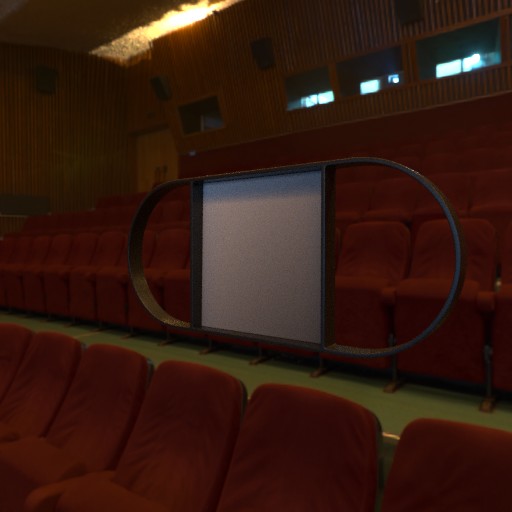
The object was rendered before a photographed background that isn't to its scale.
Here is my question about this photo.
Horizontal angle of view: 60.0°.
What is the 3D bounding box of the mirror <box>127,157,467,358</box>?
[{"bbox_3d":[0.000,0.000,0.672,0.584,0.254,0.032,1,2,37],"label":"mirror"}]
